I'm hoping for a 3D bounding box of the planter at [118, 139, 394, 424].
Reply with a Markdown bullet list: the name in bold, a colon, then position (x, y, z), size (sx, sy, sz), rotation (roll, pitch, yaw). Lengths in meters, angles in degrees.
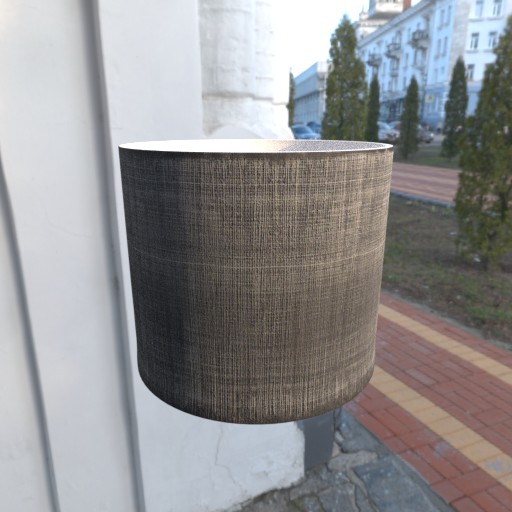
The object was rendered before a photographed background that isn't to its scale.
- **planter**: position (0.000, 0.000, 0.321), size (0.178, 0.157, 0.178), rotation (0, 17, 0)
